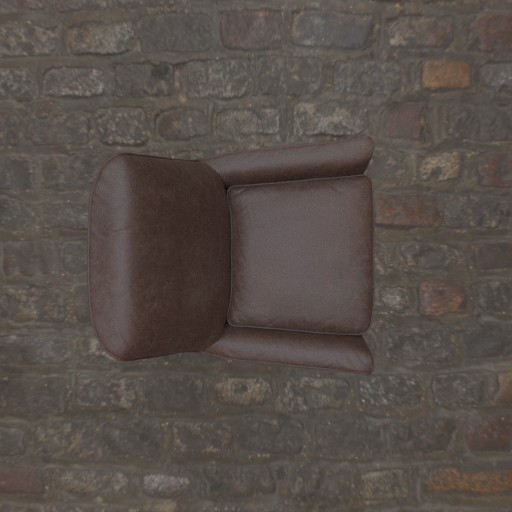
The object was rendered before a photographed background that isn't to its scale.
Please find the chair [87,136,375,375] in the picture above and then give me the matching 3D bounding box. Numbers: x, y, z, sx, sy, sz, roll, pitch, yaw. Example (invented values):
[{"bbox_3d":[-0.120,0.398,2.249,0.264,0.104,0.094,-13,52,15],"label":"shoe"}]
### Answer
[{"bbox_3d":[0.000,0.000,1.502,0.824,0.888,0.787,0,90,0],"label":"chair"}]
